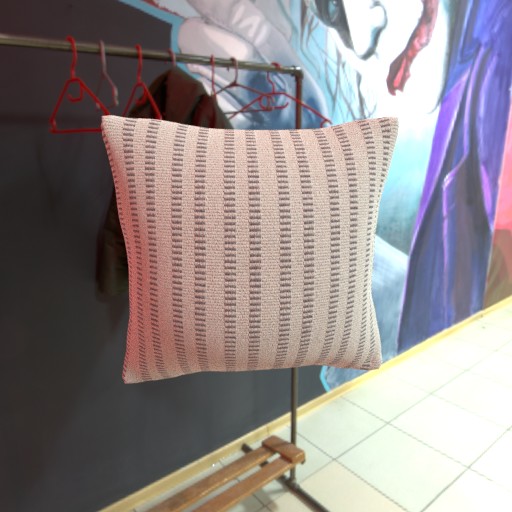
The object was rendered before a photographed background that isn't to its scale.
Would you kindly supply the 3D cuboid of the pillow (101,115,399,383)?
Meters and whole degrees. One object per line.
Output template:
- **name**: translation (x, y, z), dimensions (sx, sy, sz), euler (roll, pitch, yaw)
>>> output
- **pillow**: translation (0.000, 0.000, 0.692), dimensions (0.438, 0.419, 0.247), euler (-2, 15, -6)
